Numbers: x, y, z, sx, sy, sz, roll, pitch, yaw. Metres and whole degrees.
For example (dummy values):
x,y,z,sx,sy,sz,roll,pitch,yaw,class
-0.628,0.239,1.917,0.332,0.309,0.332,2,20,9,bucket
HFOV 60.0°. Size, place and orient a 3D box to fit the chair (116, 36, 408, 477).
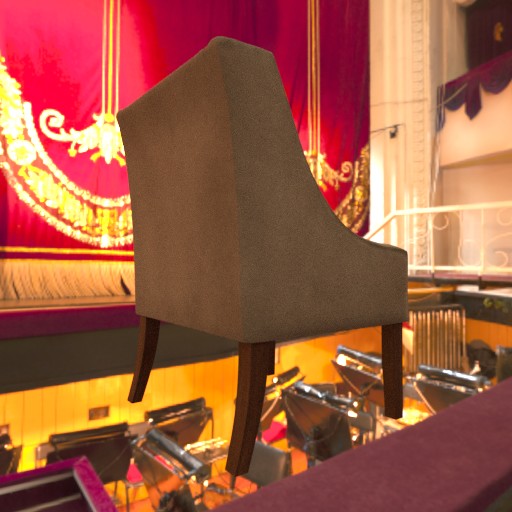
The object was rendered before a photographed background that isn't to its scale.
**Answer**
x,y,z,sx,sy,sz,roll,pitch,yaw,class
0.000,0.000,1.297,0.629,0.895,0.629,0,0,-37,chair
